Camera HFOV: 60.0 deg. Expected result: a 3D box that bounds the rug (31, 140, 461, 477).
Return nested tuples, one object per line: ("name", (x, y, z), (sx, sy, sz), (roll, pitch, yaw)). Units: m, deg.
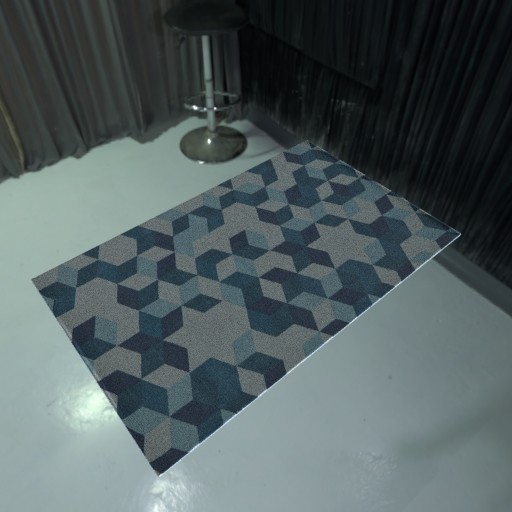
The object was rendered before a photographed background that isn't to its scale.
("rug", (0.000, 0.000, 2.934), (2.438, 0.015, 1.518), (-32, 55, -26))
